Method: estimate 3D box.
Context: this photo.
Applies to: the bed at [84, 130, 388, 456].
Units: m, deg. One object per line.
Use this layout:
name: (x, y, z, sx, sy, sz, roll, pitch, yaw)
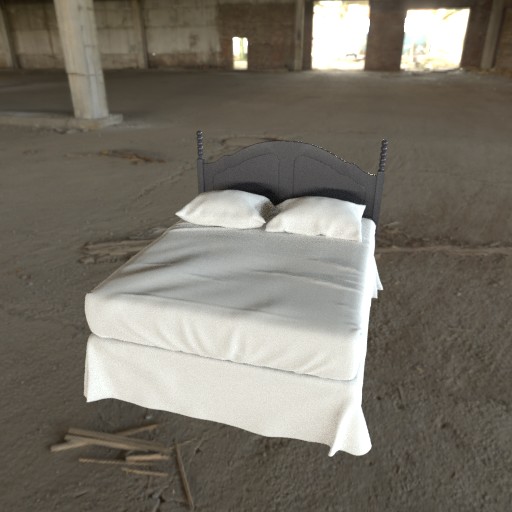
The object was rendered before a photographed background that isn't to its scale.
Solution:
bed: (0.000, 0.000, 3.171, 1.873, 1.356, 2.040, 7, 26, 14)
